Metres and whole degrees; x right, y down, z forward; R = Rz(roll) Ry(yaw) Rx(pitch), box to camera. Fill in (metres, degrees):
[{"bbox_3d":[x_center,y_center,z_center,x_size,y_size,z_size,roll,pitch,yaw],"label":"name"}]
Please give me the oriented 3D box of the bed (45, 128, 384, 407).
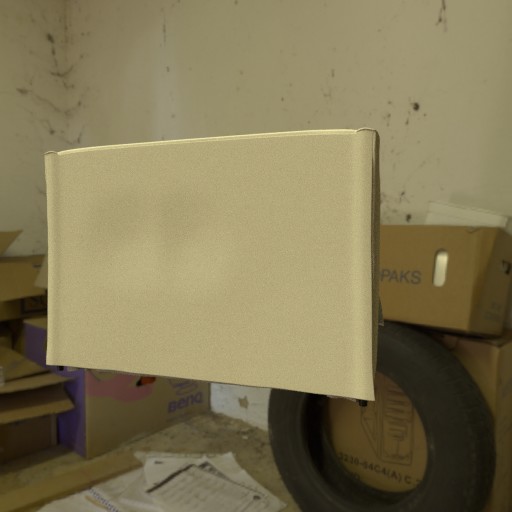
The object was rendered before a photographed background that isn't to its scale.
[{"bbox_3d":[0.000,0.000,3.410,1.925,1.332,2.276,1,3,18],"label":"bed"}]
